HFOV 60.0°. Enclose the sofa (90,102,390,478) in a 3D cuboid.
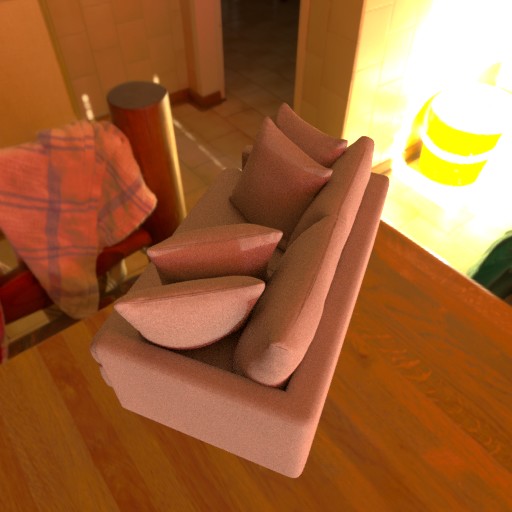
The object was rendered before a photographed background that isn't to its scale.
[{"bbox_3d":[0.000,0.000,2.616,1.228,1.080,1.869,16,48,15],"label":"sofa"}]
